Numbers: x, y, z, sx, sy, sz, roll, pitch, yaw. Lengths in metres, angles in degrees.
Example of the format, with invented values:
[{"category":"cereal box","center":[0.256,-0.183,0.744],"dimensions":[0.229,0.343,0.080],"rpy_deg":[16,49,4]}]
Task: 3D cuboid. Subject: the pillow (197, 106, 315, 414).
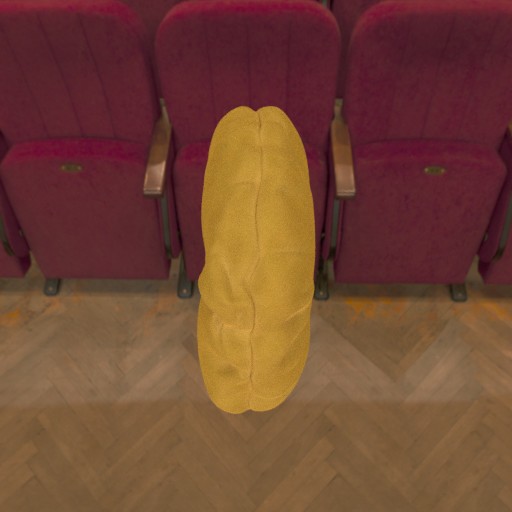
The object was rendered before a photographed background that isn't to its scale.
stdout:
[{"category":"pillow","center":[0.000,0.000,0.640],"dimensions":[0.148,0.407,0.428],"rpy_deg":[1,58,1]}]
